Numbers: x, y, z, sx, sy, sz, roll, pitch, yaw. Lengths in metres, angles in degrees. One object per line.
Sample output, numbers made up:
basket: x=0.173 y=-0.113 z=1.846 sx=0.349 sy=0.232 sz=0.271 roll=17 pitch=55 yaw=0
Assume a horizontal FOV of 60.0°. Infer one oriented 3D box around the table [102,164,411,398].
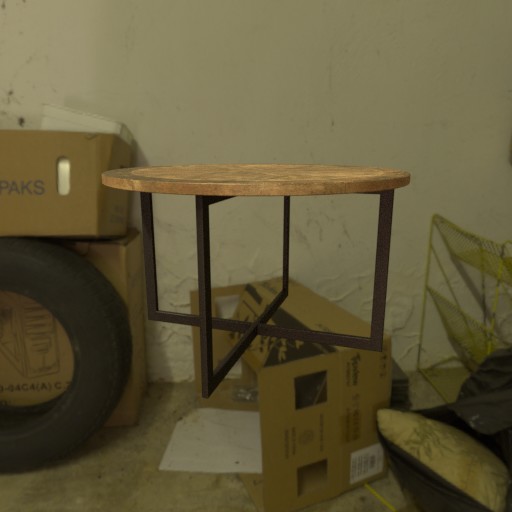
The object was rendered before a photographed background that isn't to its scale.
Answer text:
table: x=0.000 y=0.000 z=2.007 sx=1.264 sy=0.762 sz=1.264 roll=0 pitch=14 yaw=0
